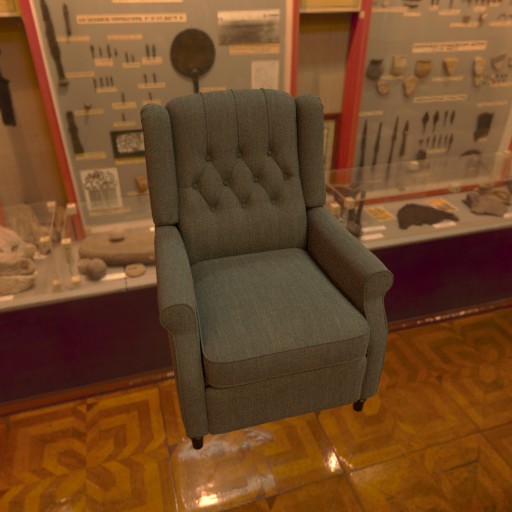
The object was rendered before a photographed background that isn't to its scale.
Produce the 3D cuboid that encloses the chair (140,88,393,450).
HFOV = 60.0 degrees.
[{"bbox_3d":[0.000,0.000,1.625,0.742,1.035,0.898,-8,33,-13],"label":"chair"}]
